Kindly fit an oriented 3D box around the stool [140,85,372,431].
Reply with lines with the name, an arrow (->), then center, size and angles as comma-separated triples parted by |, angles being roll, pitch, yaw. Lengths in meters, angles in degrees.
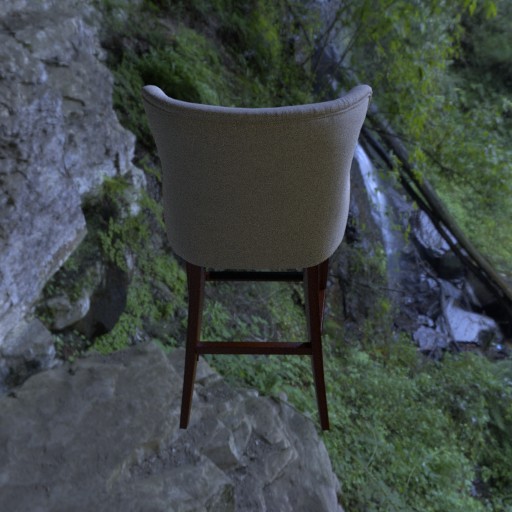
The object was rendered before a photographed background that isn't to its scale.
stool -> 0.000, 0.000, 1.364 | 0.556, 1.034, 0.563 | 0, 30, 1
